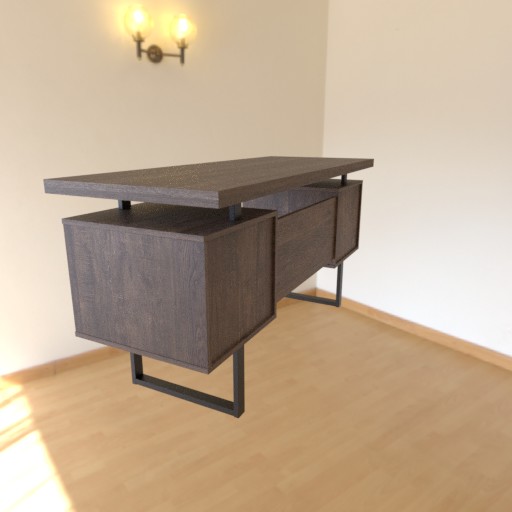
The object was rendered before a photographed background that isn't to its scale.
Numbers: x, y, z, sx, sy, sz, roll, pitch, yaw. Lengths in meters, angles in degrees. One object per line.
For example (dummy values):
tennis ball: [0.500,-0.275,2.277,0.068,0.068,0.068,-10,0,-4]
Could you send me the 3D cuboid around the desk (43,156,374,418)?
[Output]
desk: [0.000,0.000,1.906,0.600,0.760,1.524,8,17,26]
